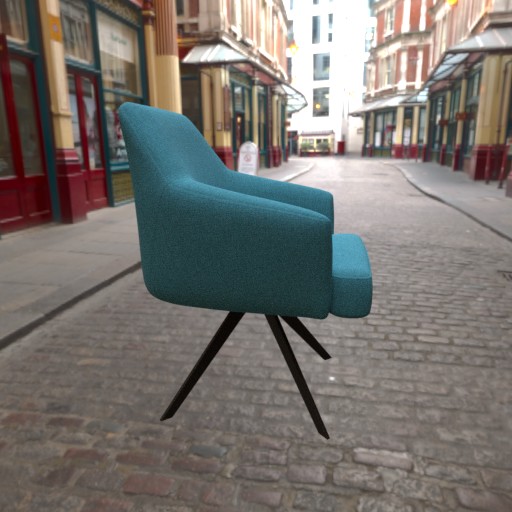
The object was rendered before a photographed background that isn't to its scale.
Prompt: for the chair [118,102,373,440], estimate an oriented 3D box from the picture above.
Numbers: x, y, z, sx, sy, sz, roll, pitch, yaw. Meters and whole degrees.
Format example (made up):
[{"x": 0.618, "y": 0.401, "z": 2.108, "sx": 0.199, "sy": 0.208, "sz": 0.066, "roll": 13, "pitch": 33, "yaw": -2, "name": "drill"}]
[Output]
[{"x": 0.000, "y": 0.000, "z": 1.362, "sx": 0.677, "sy": 0.874, "sz": 0.642, "roll": 2, "pitch": 14, "yaw": 10, "name": "chair"}]
